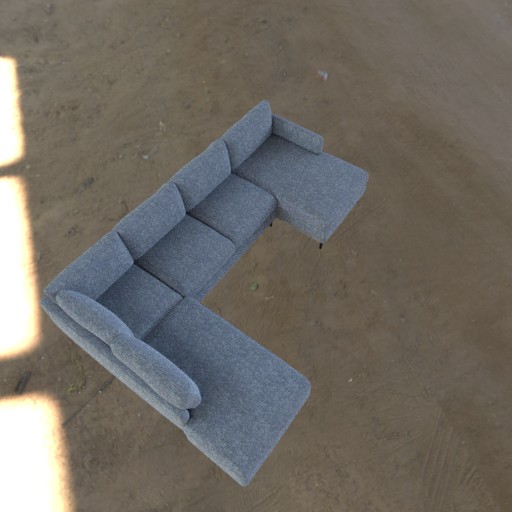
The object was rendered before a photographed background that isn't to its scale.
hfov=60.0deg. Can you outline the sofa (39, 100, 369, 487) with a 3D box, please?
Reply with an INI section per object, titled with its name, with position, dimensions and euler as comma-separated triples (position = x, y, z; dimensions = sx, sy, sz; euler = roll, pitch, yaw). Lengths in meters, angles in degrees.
[sofa]
position = 0.000, 0.000, 3.581
dimensions = 1.879, 0.756, 2.737
euler = 32, 61, 20
